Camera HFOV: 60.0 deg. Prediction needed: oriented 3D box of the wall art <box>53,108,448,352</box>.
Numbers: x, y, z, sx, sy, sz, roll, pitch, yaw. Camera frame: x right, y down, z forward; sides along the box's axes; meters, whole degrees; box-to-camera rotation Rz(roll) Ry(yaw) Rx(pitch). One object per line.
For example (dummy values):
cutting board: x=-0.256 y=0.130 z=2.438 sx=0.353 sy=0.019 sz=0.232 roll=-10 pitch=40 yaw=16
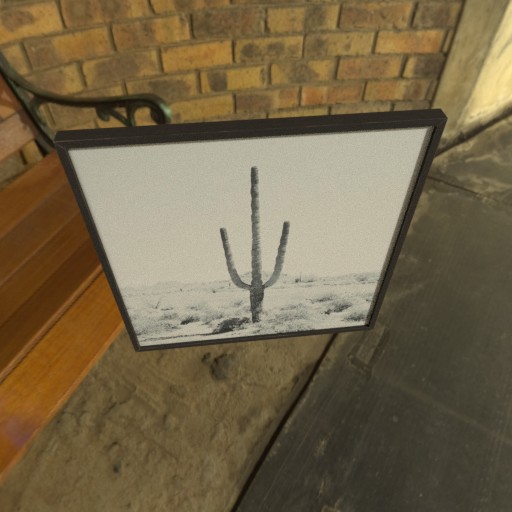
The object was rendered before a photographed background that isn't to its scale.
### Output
wall art: x=0.000 y=0.000 z=1.145 sx=0.762 sy=0.762 sz=0.038 roll=-5 pitch=48 yaw=-4
